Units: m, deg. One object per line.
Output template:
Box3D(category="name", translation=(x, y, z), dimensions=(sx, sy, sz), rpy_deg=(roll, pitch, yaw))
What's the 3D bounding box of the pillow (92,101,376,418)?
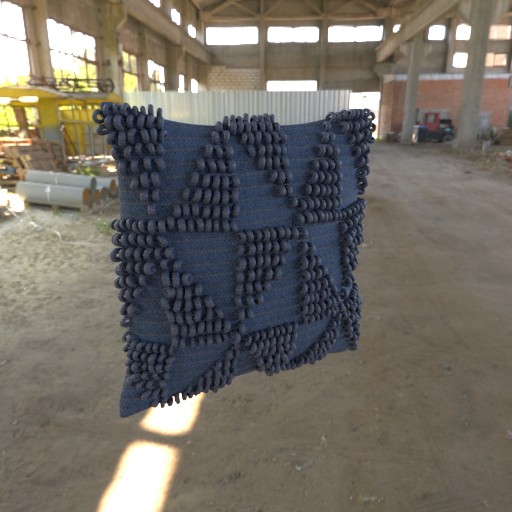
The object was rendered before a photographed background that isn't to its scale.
Box3D(category="pillow", translation=(0.000, 0.000, 0.722), dimensions=(0.469, 0.466, 0.172), rpy_deg=(-9, 18, -27))
